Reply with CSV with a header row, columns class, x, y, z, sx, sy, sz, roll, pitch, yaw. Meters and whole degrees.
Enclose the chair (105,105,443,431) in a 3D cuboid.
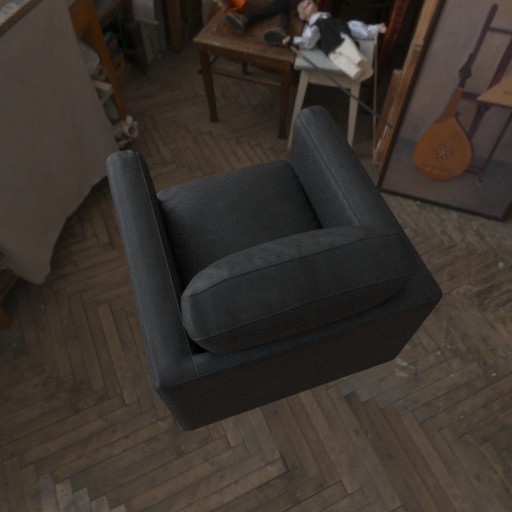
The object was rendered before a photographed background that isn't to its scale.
class,x,y,z,sx,sy,sz,roll,pitch,yaw
chair,0.000,0.000,1.562,0.831,0.898,0.879,-16,60,-10
